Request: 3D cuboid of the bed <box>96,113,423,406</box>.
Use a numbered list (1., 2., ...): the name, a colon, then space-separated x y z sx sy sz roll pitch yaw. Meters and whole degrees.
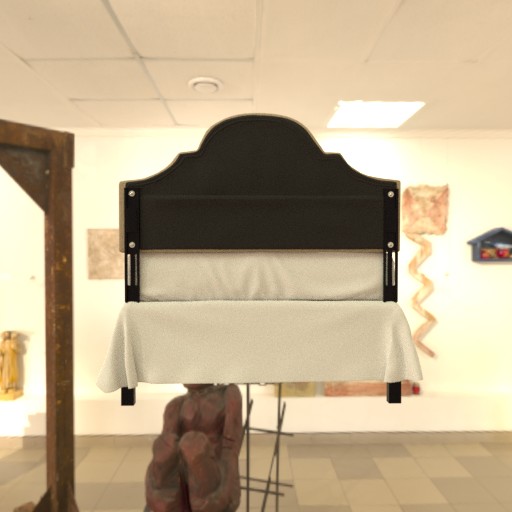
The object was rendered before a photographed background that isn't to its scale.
1. bed: 0.000 0.000 3.446 1.780 1.634 2.222 0 1 -1
